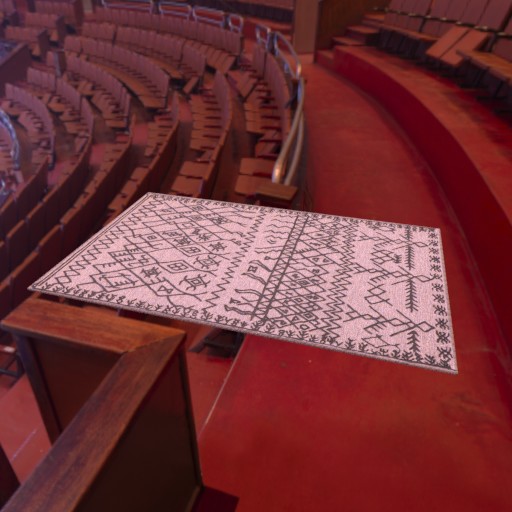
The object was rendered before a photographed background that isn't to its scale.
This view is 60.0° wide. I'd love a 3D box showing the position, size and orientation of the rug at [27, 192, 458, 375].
[{"bbox_3d":[0.000,0.000,3.015,2.444,0.012,1.526,9,33,14],"label":"rug"}]
